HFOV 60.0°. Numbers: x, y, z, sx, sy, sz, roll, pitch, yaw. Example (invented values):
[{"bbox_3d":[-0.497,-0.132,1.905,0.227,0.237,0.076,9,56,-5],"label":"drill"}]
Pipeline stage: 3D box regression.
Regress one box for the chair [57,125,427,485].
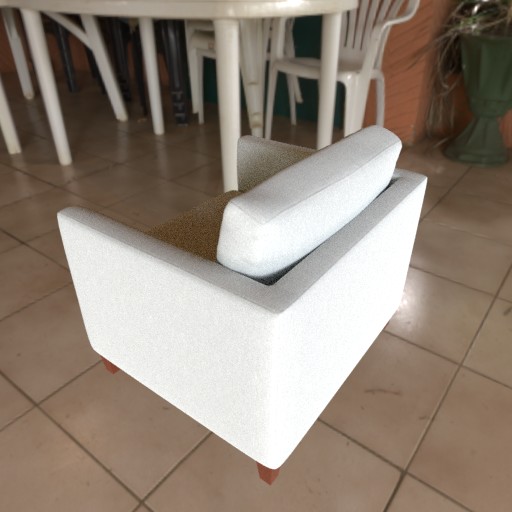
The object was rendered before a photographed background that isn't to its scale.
[{"bbox_3d":[0.000,0.000,1.775,0.953,0.961,1.107,22,38,30],"label":"chair"}]
